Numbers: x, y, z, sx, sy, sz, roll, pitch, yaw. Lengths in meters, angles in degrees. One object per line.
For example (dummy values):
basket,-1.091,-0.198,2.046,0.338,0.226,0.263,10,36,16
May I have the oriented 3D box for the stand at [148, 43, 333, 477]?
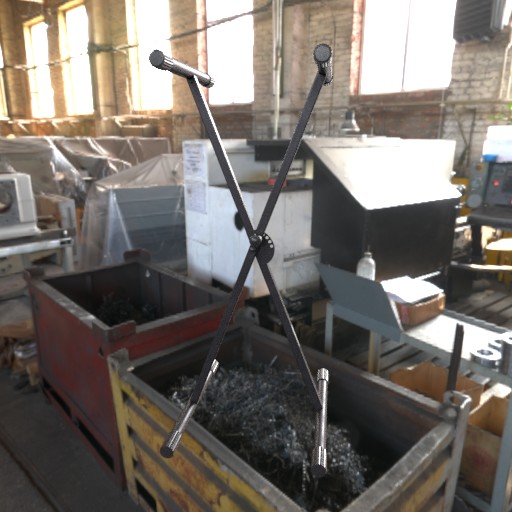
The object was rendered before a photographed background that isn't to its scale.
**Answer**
stand,0.000,0.000,1.161,0.409,0.940,0.449,3,15,9
